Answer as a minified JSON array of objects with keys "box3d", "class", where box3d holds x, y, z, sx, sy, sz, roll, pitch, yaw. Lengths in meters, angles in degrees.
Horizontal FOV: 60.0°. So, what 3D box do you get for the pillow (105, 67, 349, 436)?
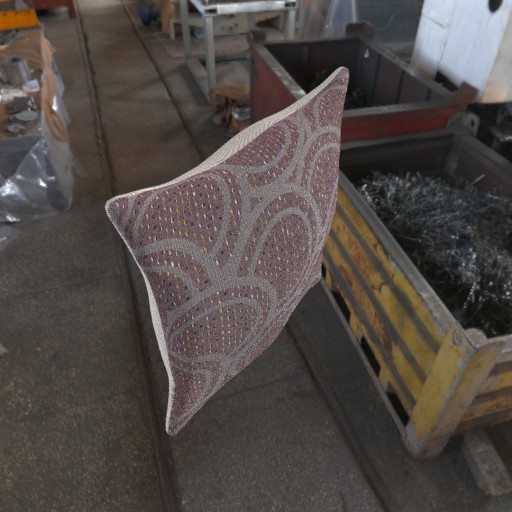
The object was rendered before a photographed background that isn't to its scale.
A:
[{"box3d":[0.000,0.000,0.783,0.163,0.513,0.514,27,48,27],"class":"pillow"}]
